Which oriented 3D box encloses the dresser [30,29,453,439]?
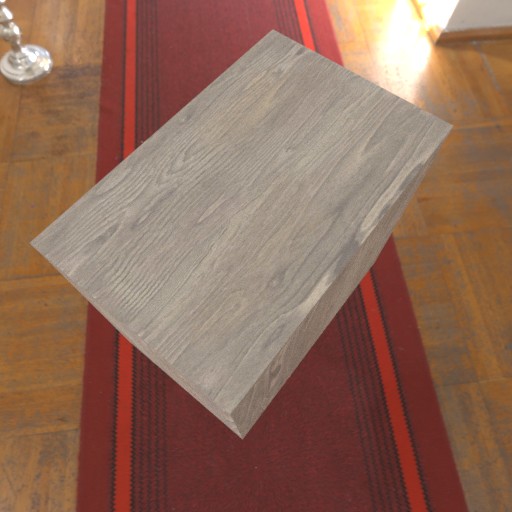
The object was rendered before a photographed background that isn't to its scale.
[{"bbox_3d":[0.000,0.000,1.307,0.529,0.762,0.809,36,70,16],"label":"dresser"}]
